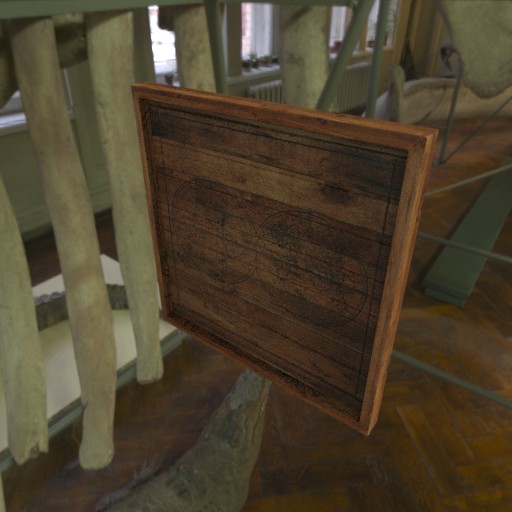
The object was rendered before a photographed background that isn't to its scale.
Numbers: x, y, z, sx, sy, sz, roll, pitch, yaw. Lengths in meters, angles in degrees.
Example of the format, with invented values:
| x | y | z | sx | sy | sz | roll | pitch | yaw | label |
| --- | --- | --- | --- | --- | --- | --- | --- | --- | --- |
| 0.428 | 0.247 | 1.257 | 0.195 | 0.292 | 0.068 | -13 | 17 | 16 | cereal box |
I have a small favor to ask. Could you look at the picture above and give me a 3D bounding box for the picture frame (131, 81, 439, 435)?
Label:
| x | y | z | sx | sy | sz | roll | pitch | yaw | label |
| --- | --- | --- | --- | --- | --- | --- | --- | --- | --- |
| 0.000 | 0.000 | 0.532 | 0.352 | 0.356 | 0.028 | 22 | 37 | 31 | picture frame |
